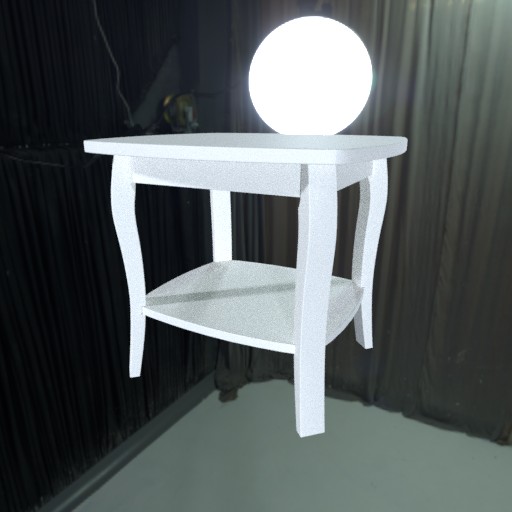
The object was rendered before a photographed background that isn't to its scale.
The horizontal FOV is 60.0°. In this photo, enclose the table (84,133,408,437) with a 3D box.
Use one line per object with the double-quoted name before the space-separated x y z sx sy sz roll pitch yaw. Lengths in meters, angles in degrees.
"table" 0.000 0.000 0.851 0.502 0.438 0.451 9 20 27
